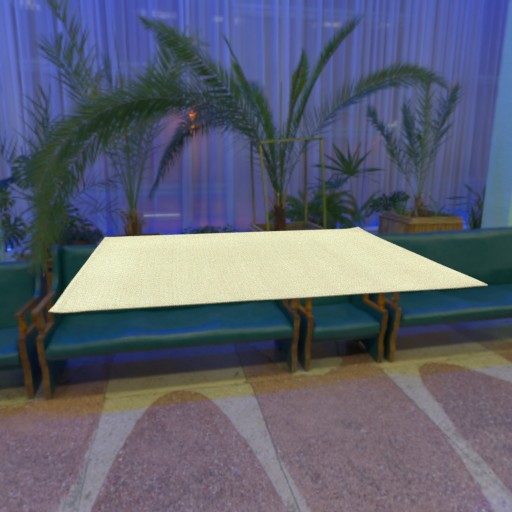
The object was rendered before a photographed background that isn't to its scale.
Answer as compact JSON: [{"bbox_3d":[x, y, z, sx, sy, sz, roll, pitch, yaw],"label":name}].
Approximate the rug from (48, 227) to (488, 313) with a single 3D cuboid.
[{"bbox_3d":[0.000,0.000,3.928,2.897,0.035,2.277,-3,14,-10],"label":"rug"}]
